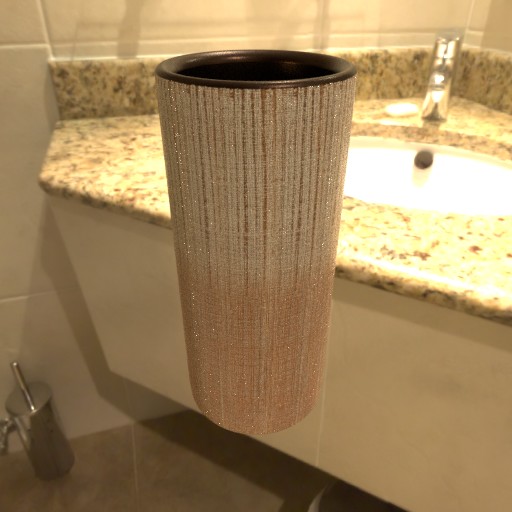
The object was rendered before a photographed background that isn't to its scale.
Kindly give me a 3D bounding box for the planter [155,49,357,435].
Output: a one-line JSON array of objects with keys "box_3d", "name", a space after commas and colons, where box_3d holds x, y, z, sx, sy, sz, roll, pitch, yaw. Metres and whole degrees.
[{"box_3d": [0.000, 0.000, 0.281, 0.100, 0.227, 0.100, 21, 38, 30], "name": "planter"}]
